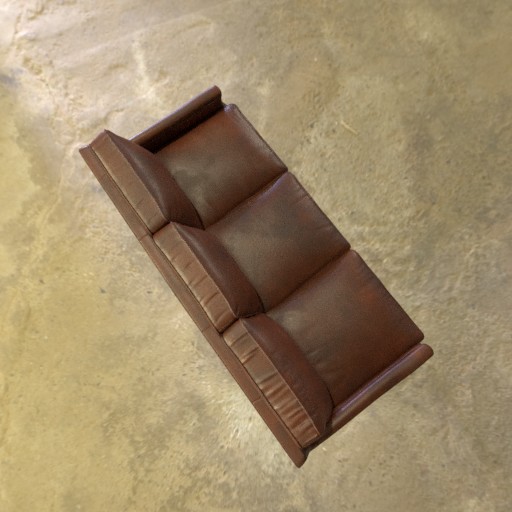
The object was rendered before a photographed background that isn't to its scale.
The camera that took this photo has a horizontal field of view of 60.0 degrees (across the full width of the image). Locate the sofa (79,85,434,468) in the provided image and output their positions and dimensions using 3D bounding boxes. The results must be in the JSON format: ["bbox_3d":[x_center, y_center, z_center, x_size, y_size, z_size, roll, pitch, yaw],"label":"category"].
[{"bbox_3d":[0.000,0.000,2.826,1.084,1.003,2.240,-35,77,-9],"label":"sofa"}]
